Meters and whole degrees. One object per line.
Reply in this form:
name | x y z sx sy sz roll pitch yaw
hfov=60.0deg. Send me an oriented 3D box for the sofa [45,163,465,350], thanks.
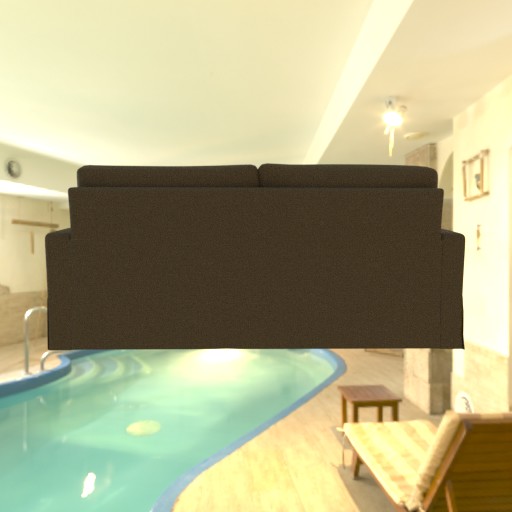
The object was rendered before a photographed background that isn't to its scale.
sofa | 0.000 0.000 2.327 1.852 0.839 0.898 0 0 -1
